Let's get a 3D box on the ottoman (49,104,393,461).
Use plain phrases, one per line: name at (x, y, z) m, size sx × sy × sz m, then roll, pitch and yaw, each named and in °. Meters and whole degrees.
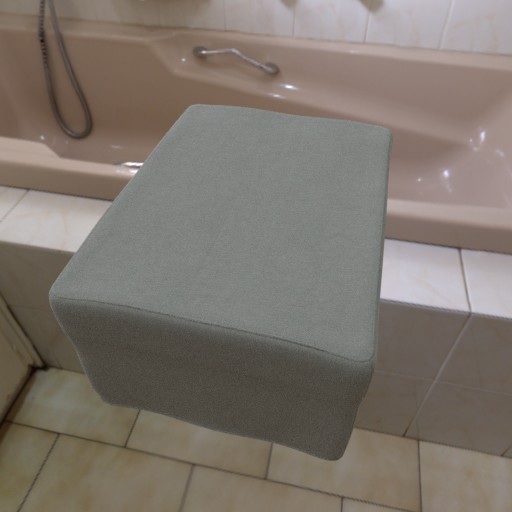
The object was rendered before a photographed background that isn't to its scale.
ottoman at (0.000, 0.000, 1.223) m, size 0.648 × 0.461 × 0.833 m, roll 10°, pitch 46°, yaw 10°
